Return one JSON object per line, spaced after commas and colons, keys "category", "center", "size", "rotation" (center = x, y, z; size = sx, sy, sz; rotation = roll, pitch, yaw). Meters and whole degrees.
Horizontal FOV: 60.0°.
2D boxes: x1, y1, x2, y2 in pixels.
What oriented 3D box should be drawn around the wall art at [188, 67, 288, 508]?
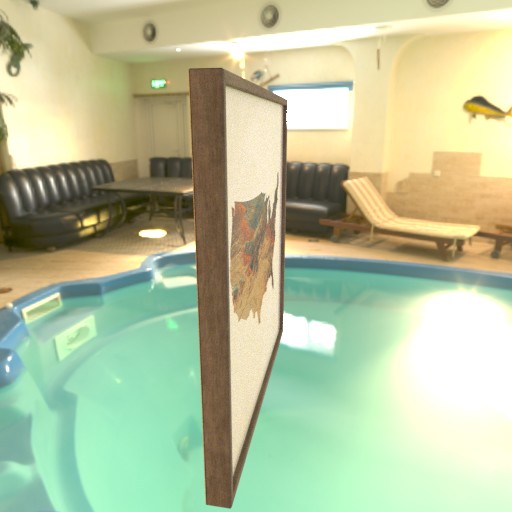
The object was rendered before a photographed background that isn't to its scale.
{"category": "wall art", "center": [0.000, 0.000, 1.065], "size": [0.050, 0.751, 0.749], "rotation": [3, 17, 10]}
